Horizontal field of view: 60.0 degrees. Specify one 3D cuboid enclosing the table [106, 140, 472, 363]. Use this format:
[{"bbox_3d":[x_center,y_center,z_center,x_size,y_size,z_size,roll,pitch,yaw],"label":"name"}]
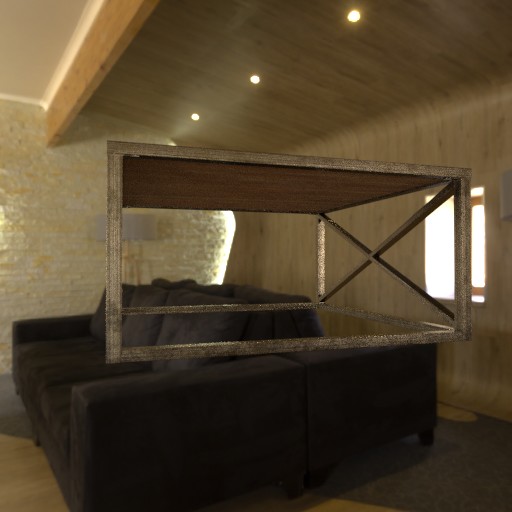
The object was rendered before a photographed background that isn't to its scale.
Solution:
[{"bbox_3d":[0.000,0.000,1.456,0.909,0.451,0.899,0,-1,-17],"label":"table"}]
